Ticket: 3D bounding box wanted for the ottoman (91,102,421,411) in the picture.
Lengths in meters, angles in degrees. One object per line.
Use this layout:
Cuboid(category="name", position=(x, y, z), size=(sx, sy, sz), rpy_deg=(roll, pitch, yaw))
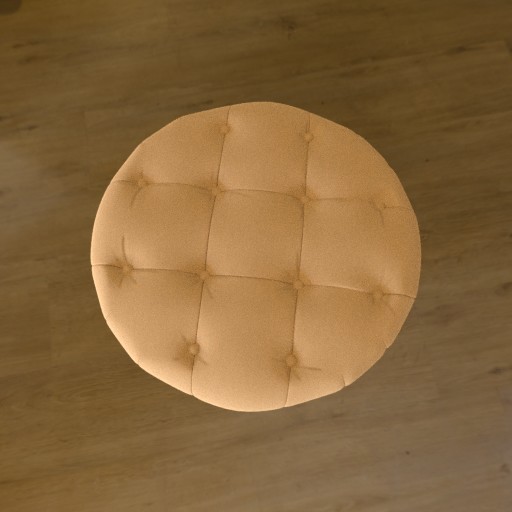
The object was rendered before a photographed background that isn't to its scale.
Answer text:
Cuboid(category="ottoman", position=(0.000, 0.000, 1.360), size=(0.901, 0.439, 0.901), rpy_deg=(0, 73, 0))
